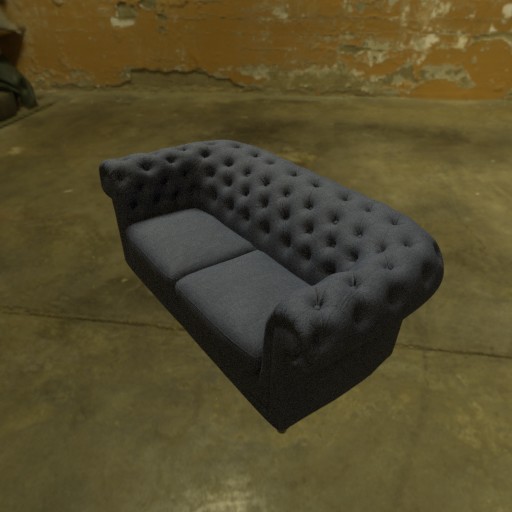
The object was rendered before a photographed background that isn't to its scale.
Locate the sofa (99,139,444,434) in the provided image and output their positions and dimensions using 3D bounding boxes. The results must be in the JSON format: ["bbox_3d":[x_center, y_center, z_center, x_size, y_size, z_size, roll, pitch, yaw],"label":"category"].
[{"bbox_3d":[0.000,0.000,2.535,1.082,0.833,1.988,-22,39,-30],"label":"sofa"}]
